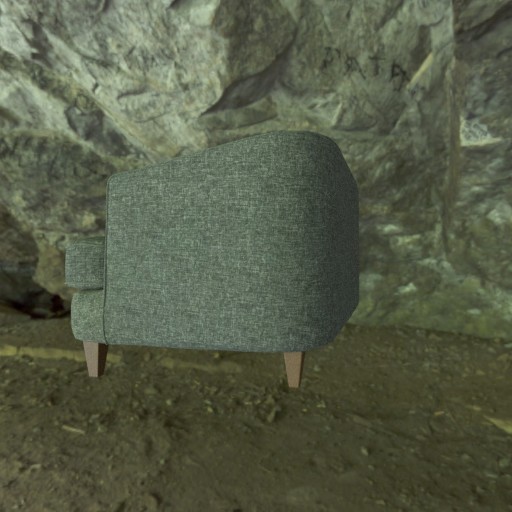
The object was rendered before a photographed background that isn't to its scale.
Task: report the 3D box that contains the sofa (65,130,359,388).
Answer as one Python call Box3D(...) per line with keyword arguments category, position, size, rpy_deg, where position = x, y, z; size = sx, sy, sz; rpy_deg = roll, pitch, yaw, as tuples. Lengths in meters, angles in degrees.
Box3D(category="sofa", position=(0.000, 0.000, 2.235), size=(0.941, 0.855, 1.733), rpy_deg=(0, 0, 17))
